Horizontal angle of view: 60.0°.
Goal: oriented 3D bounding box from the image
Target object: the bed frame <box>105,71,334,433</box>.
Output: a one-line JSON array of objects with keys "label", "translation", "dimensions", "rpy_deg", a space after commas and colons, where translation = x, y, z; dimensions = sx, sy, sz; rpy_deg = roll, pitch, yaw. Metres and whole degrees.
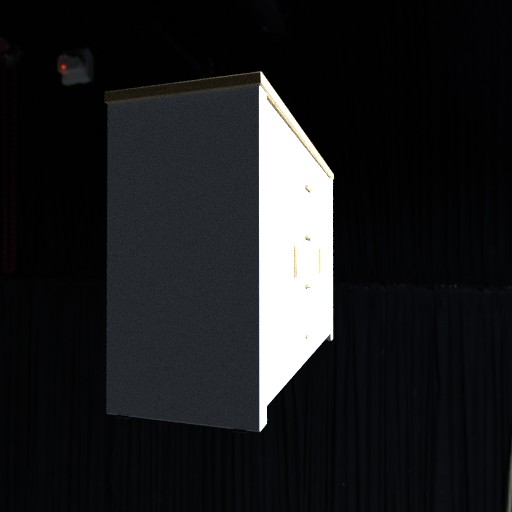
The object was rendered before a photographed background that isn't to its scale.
[{"label": "bed frame", "translation": [0.000, 0.000, 1.716], "dimensions": [0.430, 0.850, 1.300], "rpy_deg": [0, -1, 17]}]
